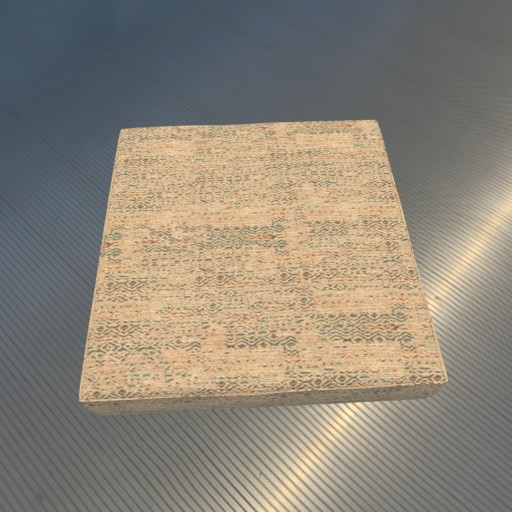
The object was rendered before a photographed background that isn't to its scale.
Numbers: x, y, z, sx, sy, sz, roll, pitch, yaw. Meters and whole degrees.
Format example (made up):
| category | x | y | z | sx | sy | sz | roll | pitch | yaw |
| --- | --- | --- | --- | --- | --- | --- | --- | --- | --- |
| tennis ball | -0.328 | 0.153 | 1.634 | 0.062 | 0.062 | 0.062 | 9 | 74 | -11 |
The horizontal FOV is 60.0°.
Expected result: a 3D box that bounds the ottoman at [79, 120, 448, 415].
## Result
| category | x | y | z | sx | sy | sz | roll | pitch | yaw |
| --- | --- | --- | --- | --- | --- | --- | --- | --- | --- |
| ottoman | 0.000 | 0.000 | 1.519 | 0.968 | 0.356 | 1.004 | -2 | 59 | -1 |
